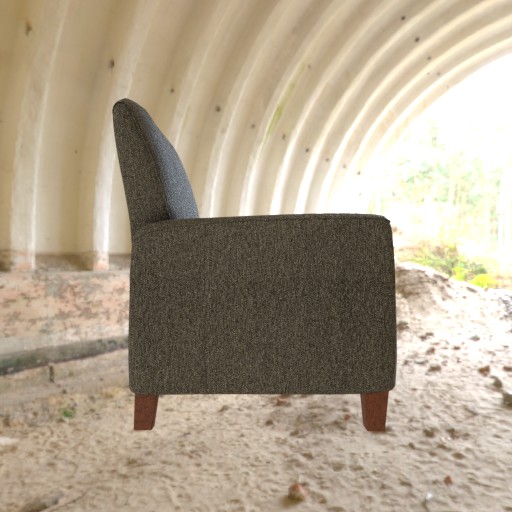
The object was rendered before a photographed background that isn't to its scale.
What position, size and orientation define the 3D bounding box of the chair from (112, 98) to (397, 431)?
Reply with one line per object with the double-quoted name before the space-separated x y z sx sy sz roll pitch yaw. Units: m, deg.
"chair" 0.000 0.000 1.646 0.864 1.014 0.848 0 -1 1
